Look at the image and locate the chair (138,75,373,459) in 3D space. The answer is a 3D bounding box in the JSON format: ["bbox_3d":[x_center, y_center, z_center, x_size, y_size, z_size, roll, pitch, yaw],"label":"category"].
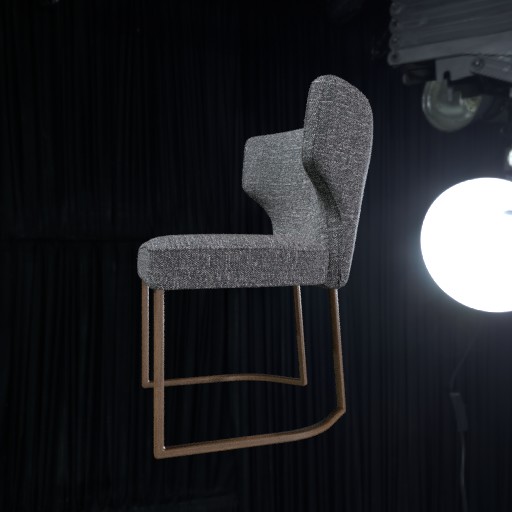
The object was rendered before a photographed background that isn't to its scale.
[{"bbox_3d":[0.000,0.000,1.229,0.617,0.824,0.611,0,0,-17],"label":"chair"}]
